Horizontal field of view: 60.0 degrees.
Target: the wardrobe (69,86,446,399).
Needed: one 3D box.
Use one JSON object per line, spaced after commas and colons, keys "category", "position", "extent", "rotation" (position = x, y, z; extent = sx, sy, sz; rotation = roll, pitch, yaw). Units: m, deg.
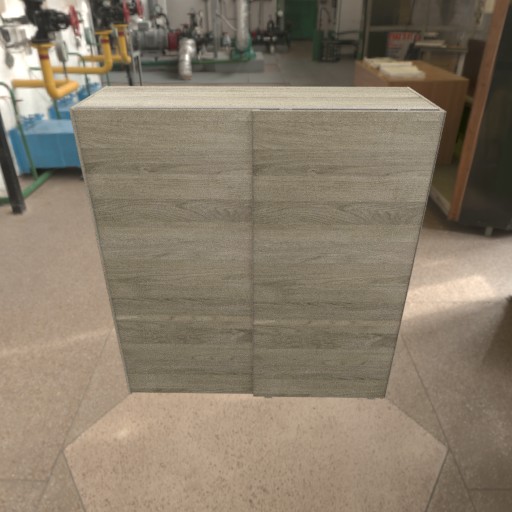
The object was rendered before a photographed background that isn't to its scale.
{"category": "wardrobe", "position": [0.000, 0.000, 2.838], "extent": [1.780, 1.960, 0.629], "rotation": [0, 31, 1]}
